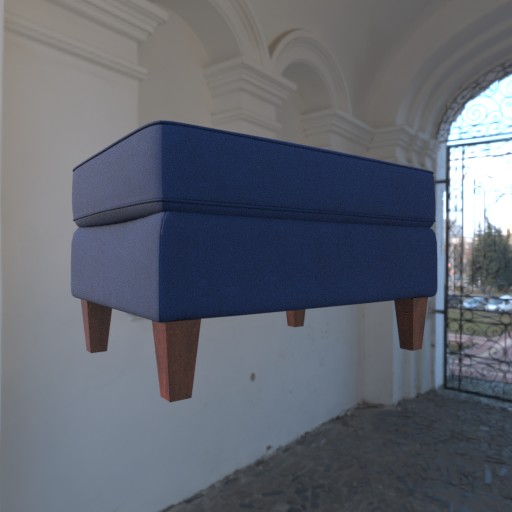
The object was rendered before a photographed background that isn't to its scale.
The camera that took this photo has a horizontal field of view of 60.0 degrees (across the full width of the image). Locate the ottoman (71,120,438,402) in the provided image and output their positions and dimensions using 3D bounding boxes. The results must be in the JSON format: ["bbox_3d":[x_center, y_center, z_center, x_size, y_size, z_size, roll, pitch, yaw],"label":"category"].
[{"bbox_3d":[0.000,0.000,1.380,0.965,0.584,0.686,0,0,-36],"label":"ottoman"}]
